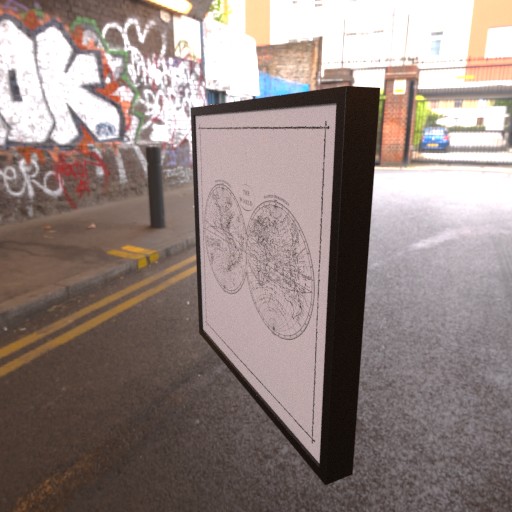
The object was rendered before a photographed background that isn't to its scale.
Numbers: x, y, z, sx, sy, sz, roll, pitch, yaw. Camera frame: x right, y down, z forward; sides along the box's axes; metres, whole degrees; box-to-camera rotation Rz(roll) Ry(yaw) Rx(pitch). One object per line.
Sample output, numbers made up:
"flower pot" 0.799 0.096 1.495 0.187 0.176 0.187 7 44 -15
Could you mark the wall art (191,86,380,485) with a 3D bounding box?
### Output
"wall art" 0.000 0.000 0.480 0.029 0.318 0.327 -8 18 -25
